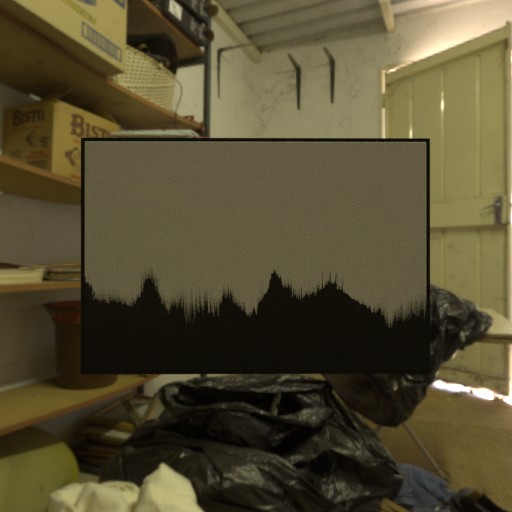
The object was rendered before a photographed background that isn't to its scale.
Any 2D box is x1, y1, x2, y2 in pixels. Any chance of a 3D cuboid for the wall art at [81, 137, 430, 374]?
[{"bbox_3d":[0.000,0.000,1.520,1.190,0.805,0.028,0,0,0],"label":"wall art"}]
